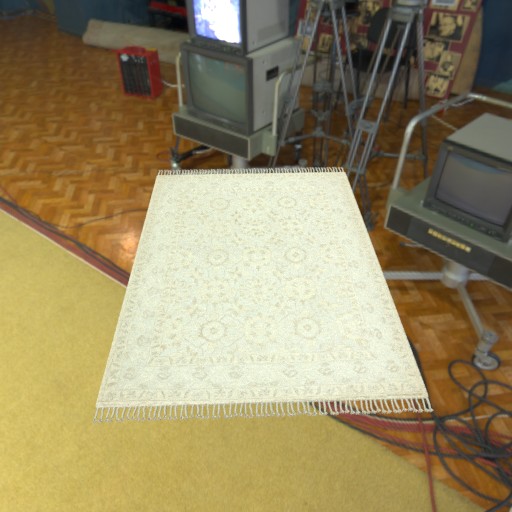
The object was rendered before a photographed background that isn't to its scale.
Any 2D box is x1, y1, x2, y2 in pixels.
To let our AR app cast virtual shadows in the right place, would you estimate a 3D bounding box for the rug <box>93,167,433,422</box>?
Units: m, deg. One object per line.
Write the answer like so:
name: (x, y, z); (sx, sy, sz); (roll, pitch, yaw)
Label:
rug: (0.000, 0.000, 2.255); (1.223, 0.015, 1.771); (-1, 40, -1)
